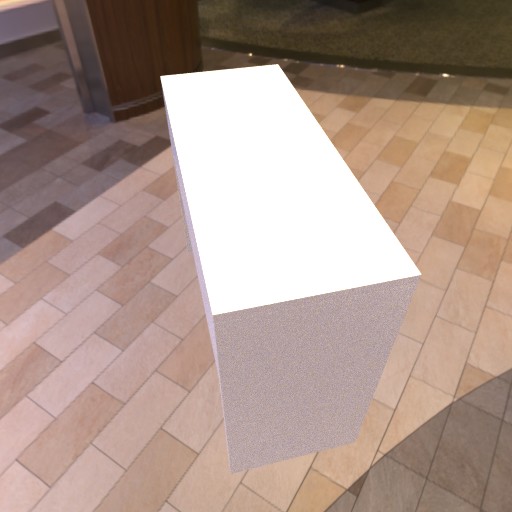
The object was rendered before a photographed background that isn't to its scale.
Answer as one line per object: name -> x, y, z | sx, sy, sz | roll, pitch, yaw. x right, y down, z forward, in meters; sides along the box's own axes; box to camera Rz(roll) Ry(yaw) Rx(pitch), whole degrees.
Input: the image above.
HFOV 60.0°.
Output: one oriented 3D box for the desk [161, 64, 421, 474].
desk -> 0.000, 0.000, 1.428 | 0.400, 0.790, 1.000 | -10, 46, -10
